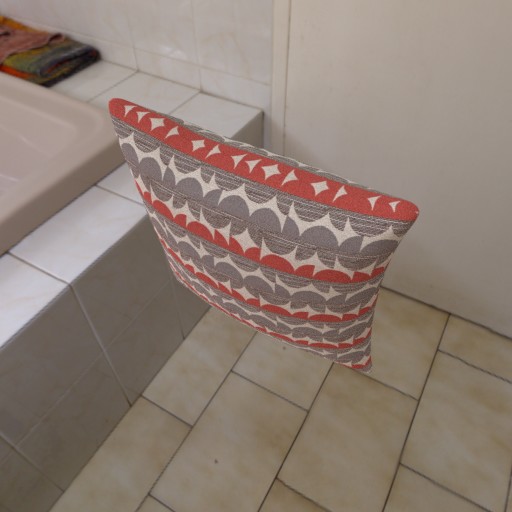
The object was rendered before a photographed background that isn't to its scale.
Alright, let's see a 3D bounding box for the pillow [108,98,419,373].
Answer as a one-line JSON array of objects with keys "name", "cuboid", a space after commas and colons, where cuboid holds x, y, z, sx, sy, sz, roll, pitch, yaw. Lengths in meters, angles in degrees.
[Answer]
[{"name": "pillow", "cuboid": [0.000, 0.000, 0.663, 0.420, 0.410, 0.180, 25, 52, 21]}]
